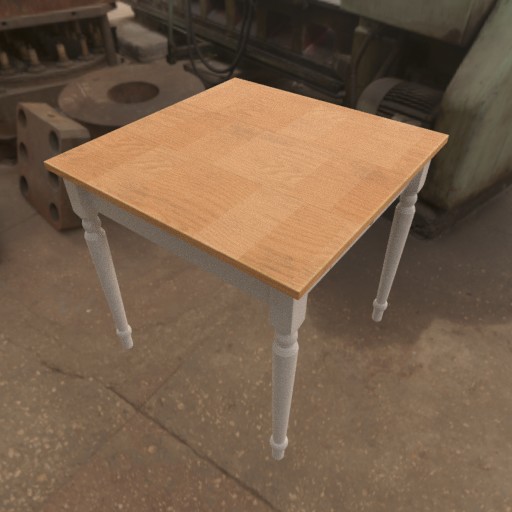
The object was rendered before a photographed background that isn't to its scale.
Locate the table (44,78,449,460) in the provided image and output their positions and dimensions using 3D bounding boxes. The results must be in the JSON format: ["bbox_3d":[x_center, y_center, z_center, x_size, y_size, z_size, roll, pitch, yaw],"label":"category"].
[{"bbox_3d":[0.000,0.000,1.385,0.747,0.738,0.747,26,47,27],"label":"table"}]
